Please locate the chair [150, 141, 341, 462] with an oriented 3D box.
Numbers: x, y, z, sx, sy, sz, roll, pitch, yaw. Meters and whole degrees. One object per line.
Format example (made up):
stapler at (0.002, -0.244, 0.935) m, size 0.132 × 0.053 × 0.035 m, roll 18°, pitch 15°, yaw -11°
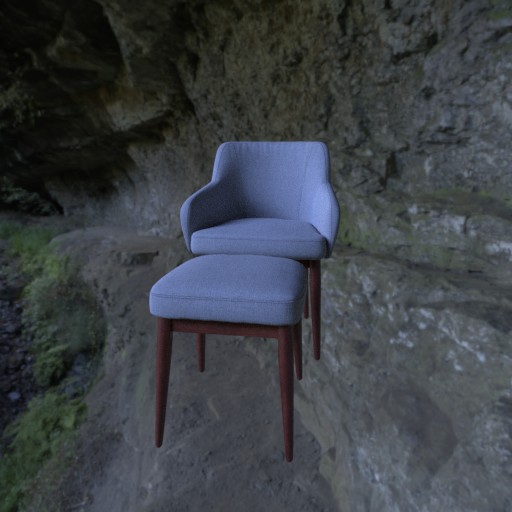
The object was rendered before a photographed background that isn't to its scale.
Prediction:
chair at (0.000, 0.000, 1.582) m, size 0.584 × 0.799 × 1.107 m, roll 2°, pitch 14°, yaw 9°
